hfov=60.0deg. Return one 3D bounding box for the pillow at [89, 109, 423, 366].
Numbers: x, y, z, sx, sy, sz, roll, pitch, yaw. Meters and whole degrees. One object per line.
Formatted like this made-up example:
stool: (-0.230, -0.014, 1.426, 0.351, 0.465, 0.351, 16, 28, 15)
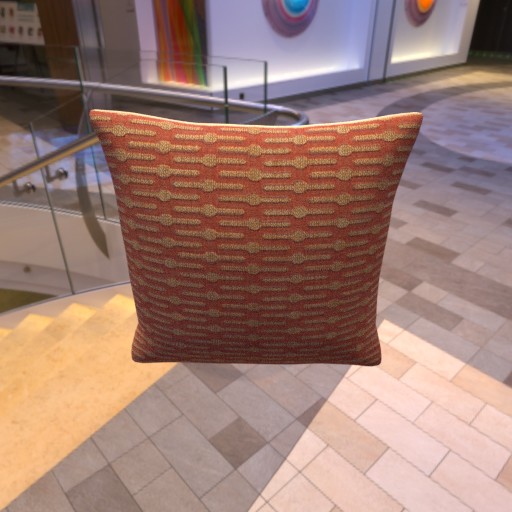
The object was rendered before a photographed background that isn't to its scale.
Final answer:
pillow: (0.000, 0.000, 0.791, 0.511, 0.503, 0.182, 1, 30, 1)
